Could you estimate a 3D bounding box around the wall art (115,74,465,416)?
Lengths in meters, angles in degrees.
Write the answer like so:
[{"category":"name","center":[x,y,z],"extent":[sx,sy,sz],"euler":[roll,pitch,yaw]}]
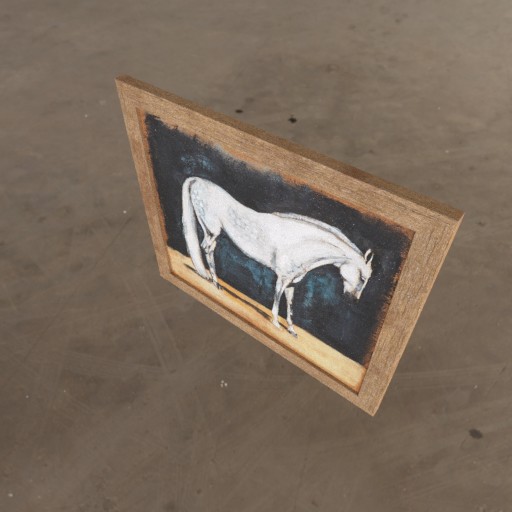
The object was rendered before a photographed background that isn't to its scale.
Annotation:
[{"category":"wall art","center":[0.000,0.000,0.944],"extent":[0.690,0.588,0.026],"euler":[29,53,25]}]
